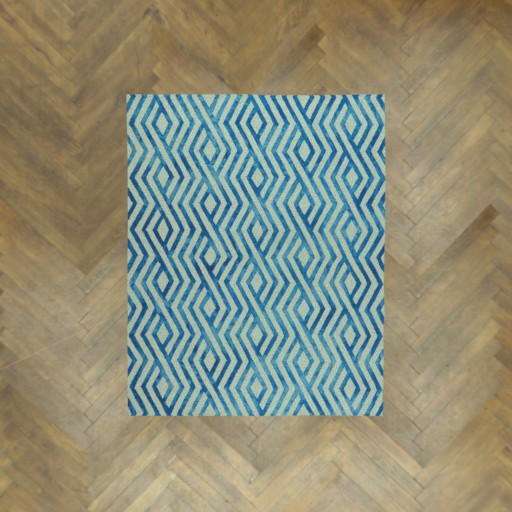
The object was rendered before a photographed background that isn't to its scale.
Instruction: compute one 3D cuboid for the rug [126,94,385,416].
[{"bbox_3d":[0.000,0.000,4.216,2.453,0.008,3.059,0,91,0],"label":"rug"}]
